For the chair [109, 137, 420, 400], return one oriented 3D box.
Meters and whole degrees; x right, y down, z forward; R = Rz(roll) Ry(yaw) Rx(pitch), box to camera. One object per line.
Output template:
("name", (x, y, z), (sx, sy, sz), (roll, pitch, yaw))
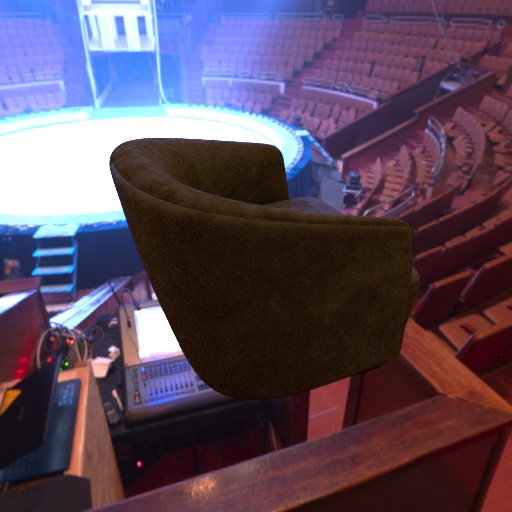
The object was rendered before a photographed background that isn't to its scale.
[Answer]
("chair", (0.000, 0.000, 1.355), (0.767, 0.698, 0.773), (-11, 30, -19))
